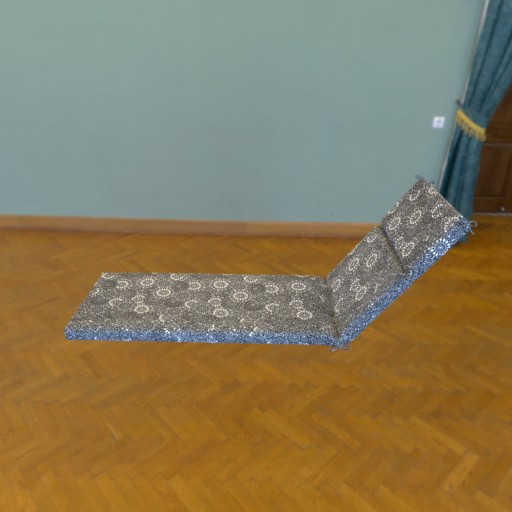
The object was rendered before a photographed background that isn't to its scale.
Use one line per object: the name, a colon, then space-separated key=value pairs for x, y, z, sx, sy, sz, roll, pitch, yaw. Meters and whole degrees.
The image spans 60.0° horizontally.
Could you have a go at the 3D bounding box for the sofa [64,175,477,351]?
sofa: x=0.000 y=0.000 z=2.008 sx=1.663 sy=0.622 sz=0.582 roll=1 pitch=27 yaw=2
